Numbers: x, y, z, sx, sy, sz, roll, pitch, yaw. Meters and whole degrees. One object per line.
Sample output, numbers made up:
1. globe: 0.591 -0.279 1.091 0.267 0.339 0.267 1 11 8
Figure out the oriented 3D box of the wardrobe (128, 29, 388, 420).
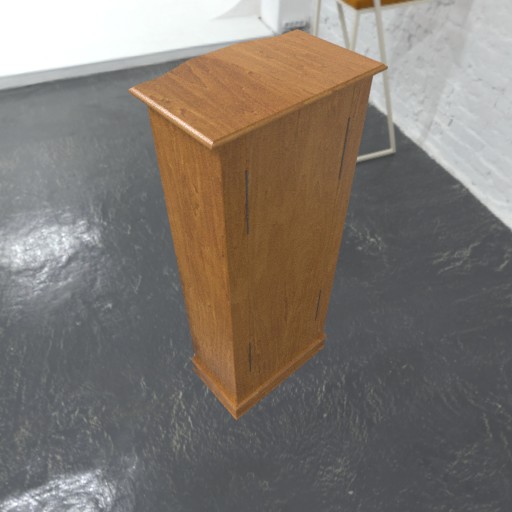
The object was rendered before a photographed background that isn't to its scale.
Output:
1. wardrobe: 0.000 0.000 1.137 0.406 0.959 0.273 -32 55 -27
